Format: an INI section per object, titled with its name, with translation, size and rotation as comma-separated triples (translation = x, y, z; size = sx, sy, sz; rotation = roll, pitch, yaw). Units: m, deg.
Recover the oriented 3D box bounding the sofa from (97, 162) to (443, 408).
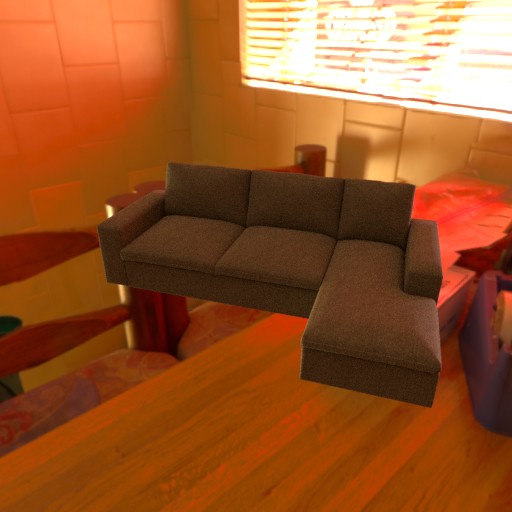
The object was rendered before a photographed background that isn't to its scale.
[sofa]
translation = 0.000, 0.000, 3.498
size = 2.718, 0.940, 1.689
rotation = 8, 28, 16
